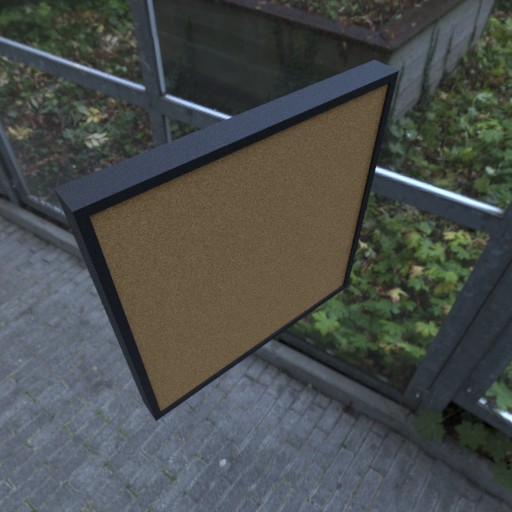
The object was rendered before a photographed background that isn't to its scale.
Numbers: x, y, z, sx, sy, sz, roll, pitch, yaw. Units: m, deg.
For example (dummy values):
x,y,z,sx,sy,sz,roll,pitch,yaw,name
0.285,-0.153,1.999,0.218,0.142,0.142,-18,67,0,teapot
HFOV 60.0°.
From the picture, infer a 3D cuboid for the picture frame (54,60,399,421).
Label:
x,y,z,sx,sy,sz,roll,pitch,yaw,name
0.000,0.000,0.468,0.317,0.317,0.030,-30,54,-25,picture frame
